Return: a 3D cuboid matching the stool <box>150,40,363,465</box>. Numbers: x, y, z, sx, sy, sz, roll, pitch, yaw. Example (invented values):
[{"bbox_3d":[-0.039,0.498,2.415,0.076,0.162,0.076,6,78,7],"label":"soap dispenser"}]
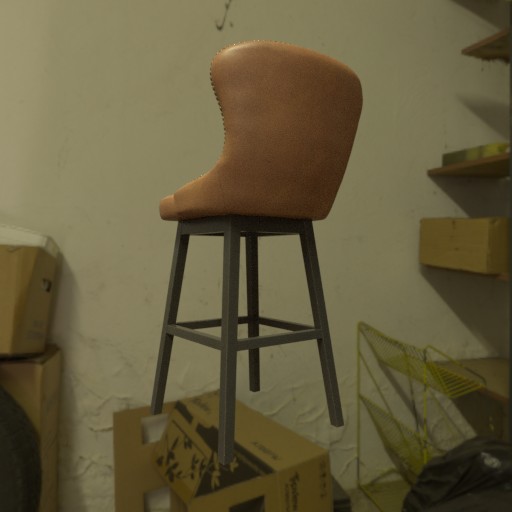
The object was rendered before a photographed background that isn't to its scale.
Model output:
[{"bbox_3d":[0.000,0.000,1.372,0.528,1.050,0.601,0,0,-37],"label":"stool"}]
